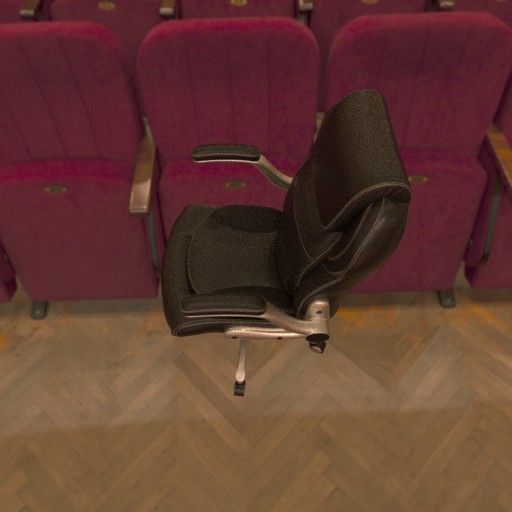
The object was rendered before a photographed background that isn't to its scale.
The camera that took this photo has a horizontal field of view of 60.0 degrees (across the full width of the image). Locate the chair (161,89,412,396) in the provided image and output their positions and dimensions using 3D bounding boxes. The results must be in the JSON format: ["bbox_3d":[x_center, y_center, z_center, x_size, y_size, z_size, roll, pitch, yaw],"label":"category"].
[{"bbox_3d":[0.000,0.000,1.649,0.801,1.141,0.724,-1,56,-1],"label":"chair"}]
